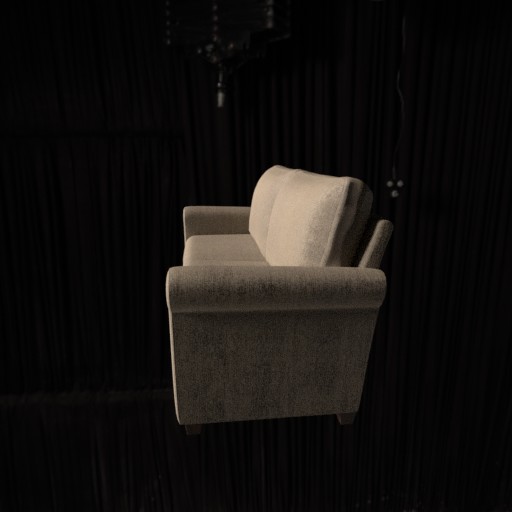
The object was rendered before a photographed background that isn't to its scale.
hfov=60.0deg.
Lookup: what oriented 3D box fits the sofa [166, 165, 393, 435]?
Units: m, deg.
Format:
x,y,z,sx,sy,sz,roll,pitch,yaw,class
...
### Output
x,y,z,sx,sy,sz,roll,pitch,yaw,class
0.000,0.000,2.459,0.842,0.942,1.935,-2,13,-7,sofa
